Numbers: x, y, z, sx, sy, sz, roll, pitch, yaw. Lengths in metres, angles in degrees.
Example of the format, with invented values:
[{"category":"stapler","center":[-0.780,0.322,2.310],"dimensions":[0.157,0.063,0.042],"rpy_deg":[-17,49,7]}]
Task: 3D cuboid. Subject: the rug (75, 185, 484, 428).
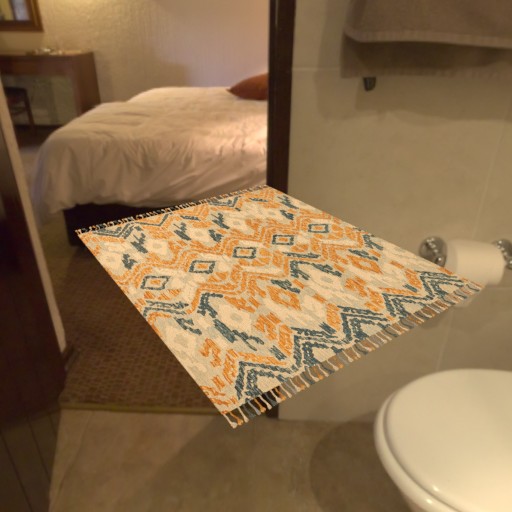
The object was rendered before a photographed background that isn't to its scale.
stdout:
[{"category":"rug","center":[0.000,0.000,4.097],"dimensions":[2.439,0.010,3.048],"rpy_deg":[-19,34,-30]}]
